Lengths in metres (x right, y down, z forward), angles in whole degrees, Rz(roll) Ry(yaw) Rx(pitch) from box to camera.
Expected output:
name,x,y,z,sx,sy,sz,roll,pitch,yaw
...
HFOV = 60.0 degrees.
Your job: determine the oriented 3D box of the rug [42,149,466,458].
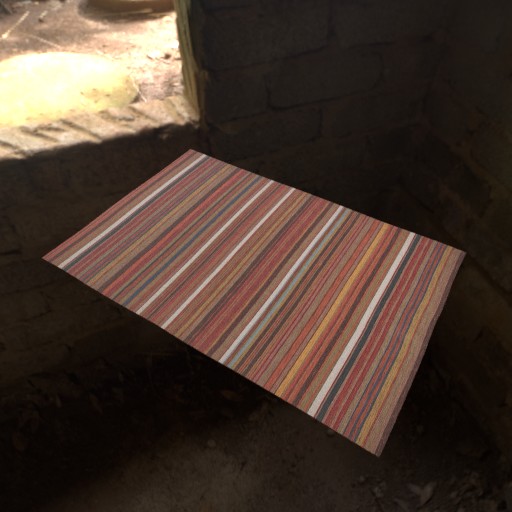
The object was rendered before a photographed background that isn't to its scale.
name,x,y,z,sx,sy,sz,roll,pitch,yaw
rug,0.000,0.000,2.281,1.828,0.007,1.217,25,51,22
